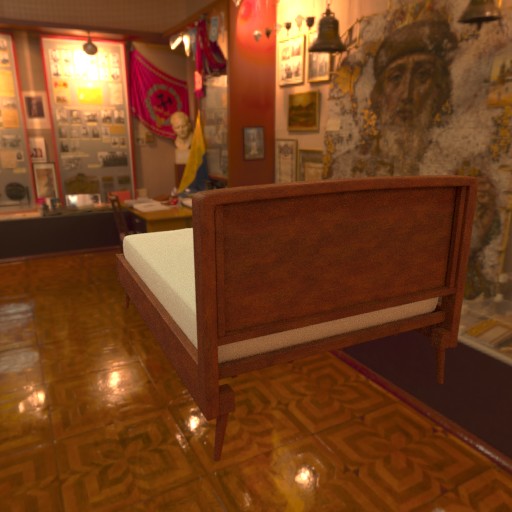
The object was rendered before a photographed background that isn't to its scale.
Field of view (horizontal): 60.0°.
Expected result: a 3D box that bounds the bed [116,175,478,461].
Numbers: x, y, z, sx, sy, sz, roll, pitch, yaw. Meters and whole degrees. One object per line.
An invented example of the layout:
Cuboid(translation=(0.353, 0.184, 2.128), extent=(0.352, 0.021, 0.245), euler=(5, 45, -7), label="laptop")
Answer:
Cuboid(translation=(0.000, 0.000, 3.149), extent=(1.587, 1.275, 2.196), euler=(-8, 17, -26), label="bed")
